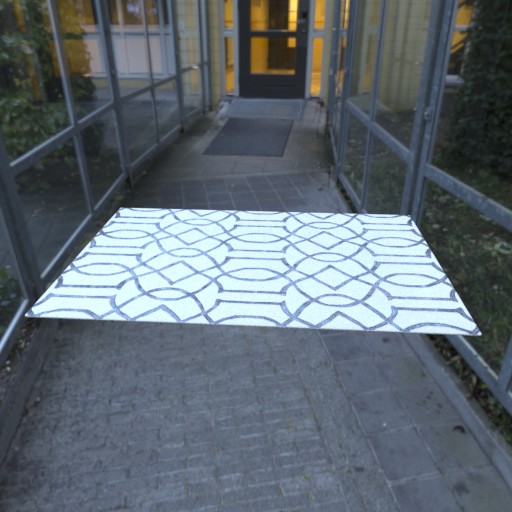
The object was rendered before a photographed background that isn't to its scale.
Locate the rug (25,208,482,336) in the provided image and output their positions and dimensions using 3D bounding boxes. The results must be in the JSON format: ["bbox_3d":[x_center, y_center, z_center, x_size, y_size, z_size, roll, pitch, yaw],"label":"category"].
[{"bbox_3d":[0.000,0.000,2.948,2.365,0.017,1.521,2,28,3],"label":"rug"}]
